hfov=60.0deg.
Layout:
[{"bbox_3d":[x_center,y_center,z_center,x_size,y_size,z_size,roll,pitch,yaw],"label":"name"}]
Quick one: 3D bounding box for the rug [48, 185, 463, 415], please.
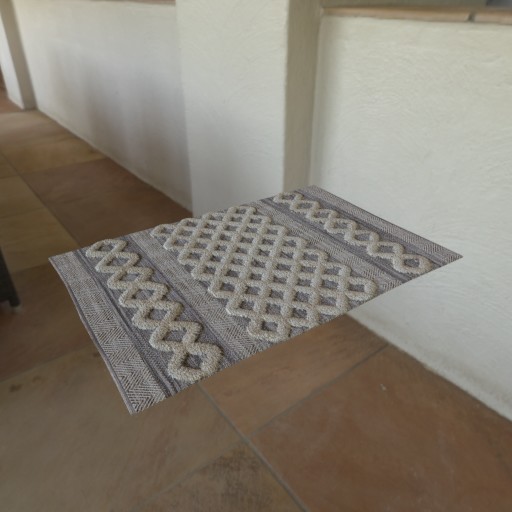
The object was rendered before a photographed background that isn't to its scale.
[{"bbox_3d":[0.000,0.000,2.335,1.823,0.030,1.222,-19,36,-29],"label":"rug"}]
